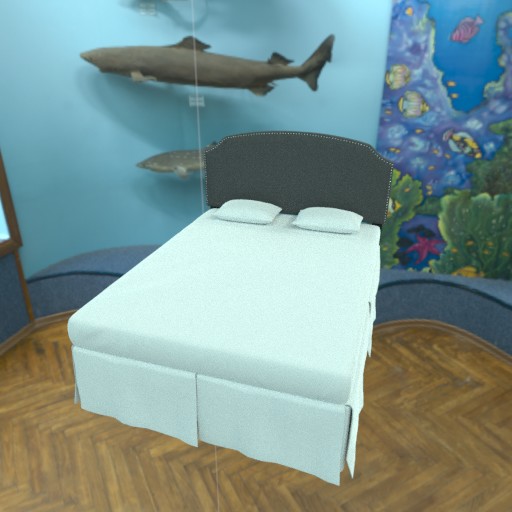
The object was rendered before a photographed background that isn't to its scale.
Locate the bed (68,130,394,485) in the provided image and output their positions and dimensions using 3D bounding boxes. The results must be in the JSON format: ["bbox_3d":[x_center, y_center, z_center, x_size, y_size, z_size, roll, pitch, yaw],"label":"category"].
[{"bbox_3d":[0.000,0.000,2.841,1.558,1.270,1.999,8,26,16],"label":"bed"}]
